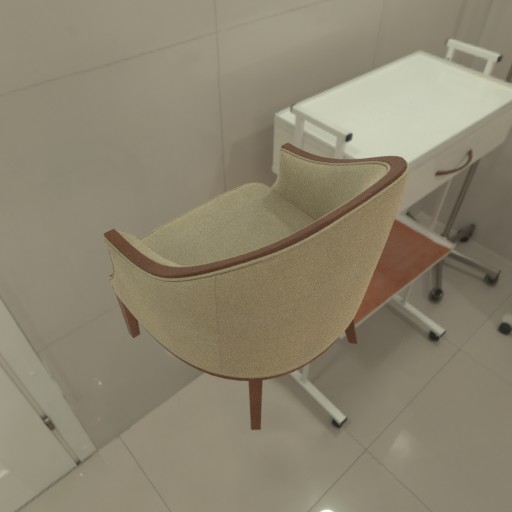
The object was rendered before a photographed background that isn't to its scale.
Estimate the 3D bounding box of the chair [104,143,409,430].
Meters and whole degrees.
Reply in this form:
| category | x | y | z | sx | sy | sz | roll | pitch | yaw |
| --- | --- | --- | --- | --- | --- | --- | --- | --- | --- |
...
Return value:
| category | x | y | z | sx | sy | sz | roll | pitch | yaw |
| --- | --- | --- | --- | --- | --- | --- | --- | --- | --- |
| chair | 0.000 | 0.000 | 1.485 | 0.803 | 0.876 | 0.735 | -32 | 53 | -28 |
